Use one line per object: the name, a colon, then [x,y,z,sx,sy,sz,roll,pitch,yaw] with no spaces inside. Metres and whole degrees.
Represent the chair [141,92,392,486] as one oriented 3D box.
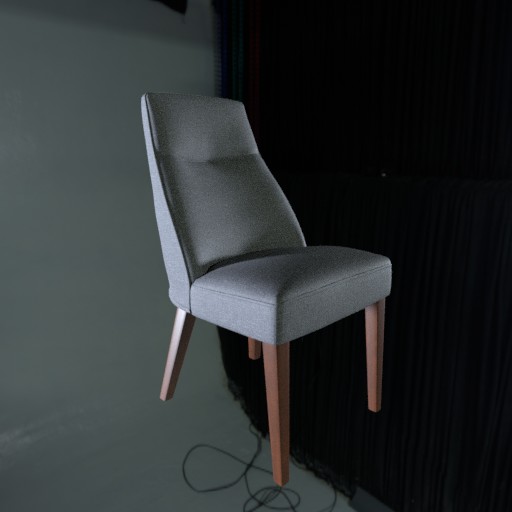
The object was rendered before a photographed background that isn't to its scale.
chair: [0.000,0.000,1.291,0.620,0.930,0.500,13,19,43]
